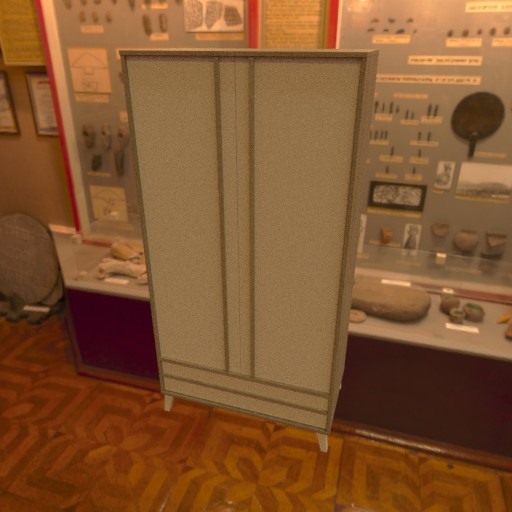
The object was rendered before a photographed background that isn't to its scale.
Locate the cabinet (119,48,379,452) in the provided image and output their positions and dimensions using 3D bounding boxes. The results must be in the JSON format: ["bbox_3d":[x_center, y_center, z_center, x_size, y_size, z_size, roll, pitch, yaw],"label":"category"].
[{"bbox_3d":[0.000,0.000,2.369,1.006,1.999,0.571,8,27,16],"label":"cabinet"}]
